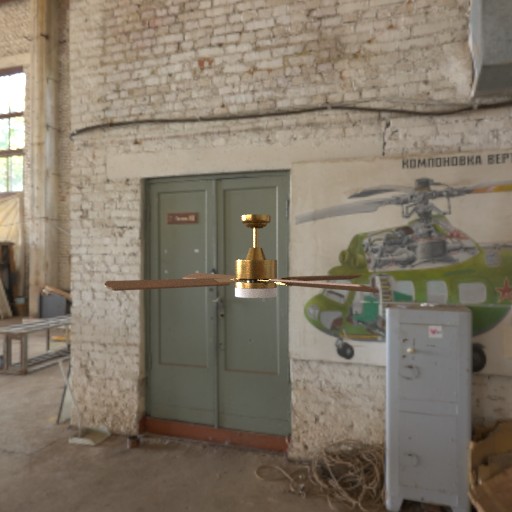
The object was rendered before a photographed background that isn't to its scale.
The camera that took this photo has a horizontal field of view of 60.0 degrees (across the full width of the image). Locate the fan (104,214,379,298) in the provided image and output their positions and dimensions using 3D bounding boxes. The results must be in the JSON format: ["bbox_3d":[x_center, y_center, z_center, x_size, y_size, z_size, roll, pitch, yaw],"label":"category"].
[{"bbox_3d":[0.000,0.000,1.960,1.320,0.355,1.320,0,0,-35],"label":"fan"}]
